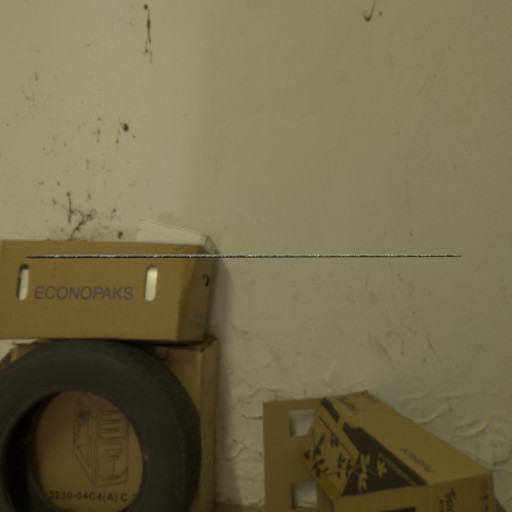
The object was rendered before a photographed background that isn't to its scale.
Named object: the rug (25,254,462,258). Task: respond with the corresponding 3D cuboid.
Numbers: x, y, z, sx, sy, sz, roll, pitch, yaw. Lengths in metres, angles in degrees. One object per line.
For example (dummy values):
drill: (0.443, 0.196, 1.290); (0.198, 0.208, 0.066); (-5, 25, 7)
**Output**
rug: (0.000, 0.000, 2.573); (2.306, 0.013, 0.719); (0, 0, -18)
